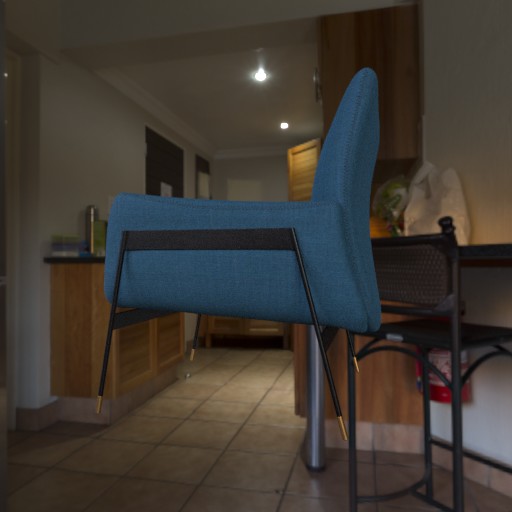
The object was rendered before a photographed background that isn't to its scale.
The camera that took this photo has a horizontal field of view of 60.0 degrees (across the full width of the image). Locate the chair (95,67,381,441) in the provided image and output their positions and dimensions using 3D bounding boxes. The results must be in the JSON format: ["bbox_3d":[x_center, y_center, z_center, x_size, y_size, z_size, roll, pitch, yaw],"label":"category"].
[{"bbox_3d":[0.000,0.000,1.416,0.769,0.859,0.678,0,0,16],"label":"chair"}]
